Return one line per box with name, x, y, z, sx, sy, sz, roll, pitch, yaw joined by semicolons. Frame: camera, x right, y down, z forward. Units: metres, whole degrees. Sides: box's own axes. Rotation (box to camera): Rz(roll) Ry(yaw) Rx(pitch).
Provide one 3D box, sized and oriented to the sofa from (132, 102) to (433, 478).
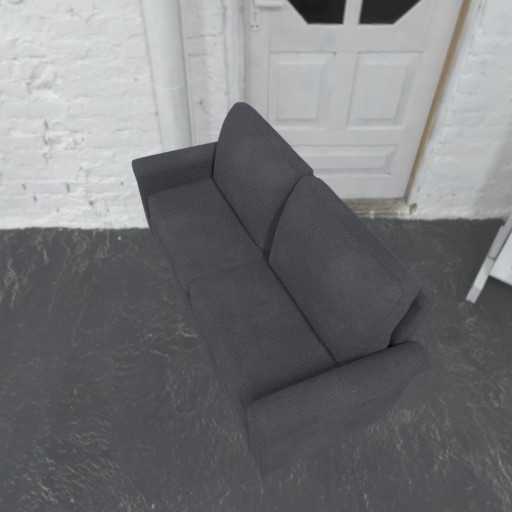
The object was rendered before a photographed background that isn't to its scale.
sofa;0.000;0.000;2.395;0.842;0.942;1.935;-19;49;-17
